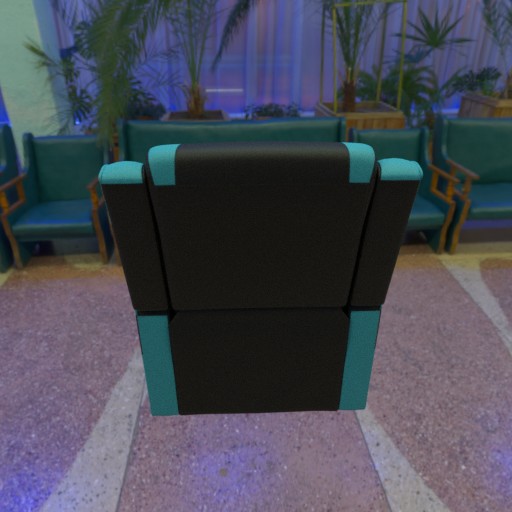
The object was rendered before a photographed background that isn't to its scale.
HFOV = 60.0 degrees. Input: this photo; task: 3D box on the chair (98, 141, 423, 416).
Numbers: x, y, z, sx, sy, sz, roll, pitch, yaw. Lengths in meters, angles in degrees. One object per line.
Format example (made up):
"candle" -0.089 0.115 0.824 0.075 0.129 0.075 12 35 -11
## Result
"chair" 0.000 0.000 1.284 0.620 0.805 0.672 -1 29 -2
